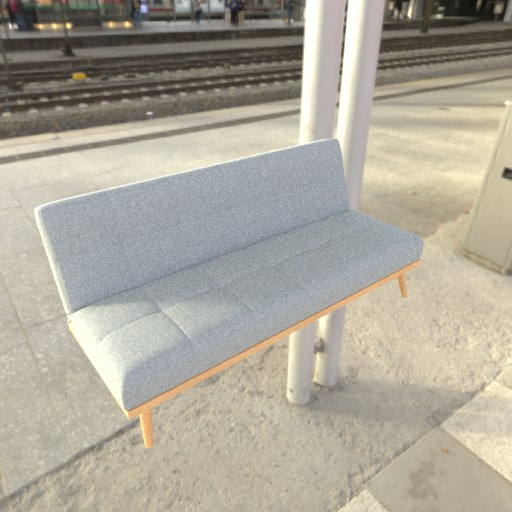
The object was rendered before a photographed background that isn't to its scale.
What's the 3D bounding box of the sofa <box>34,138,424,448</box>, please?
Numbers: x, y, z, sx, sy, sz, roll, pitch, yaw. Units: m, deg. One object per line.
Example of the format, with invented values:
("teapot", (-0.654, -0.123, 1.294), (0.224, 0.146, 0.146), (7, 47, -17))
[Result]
("sofa", (0.000, 0.000, 2.264), (1.820, 0.800, 0.800), (-21, 36, -32))
